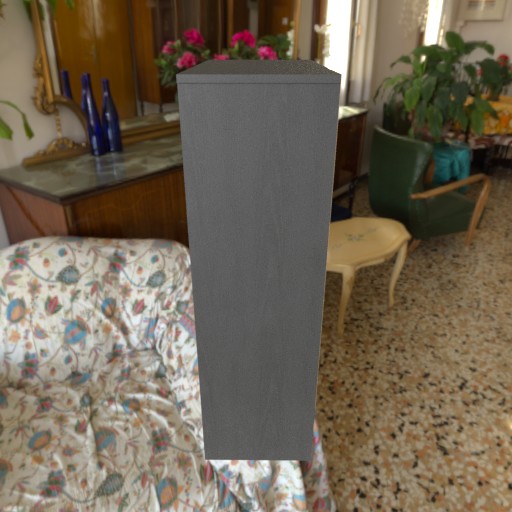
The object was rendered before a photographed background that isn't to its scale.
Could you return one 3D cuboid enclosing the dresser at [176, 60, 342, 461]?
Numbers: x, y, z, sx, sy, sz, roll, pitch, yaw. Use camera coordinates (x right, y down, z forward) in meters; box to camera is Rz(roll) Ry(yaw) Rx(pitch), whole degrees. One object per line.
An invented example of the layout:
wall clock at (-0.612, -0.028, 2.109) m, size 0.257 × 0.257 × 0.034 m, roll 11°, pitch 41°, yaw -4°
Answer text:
dresser at (0.000, 0.000, 1.585) m, size 0.399 × 1.255 × 0.704 m, roll 0°, pitch 26°, yaw 1°
